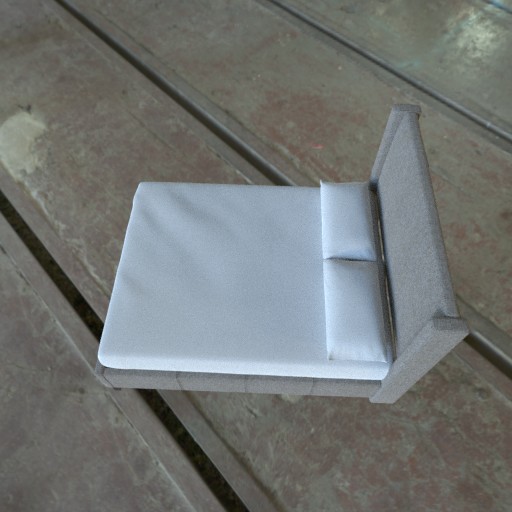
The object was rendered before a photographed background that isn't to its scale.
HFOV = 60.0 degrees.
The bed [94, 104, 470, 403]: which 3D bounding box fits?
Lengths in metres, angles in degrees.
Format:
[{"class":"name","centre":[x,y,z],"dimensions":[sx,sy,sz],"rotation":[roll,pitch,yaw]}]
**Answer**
[{"class":"bed","centre":[0.000,0.000,3.314],"dimensions":[2.245,1.481,1.714],"rotation":[2,58,1]}]
